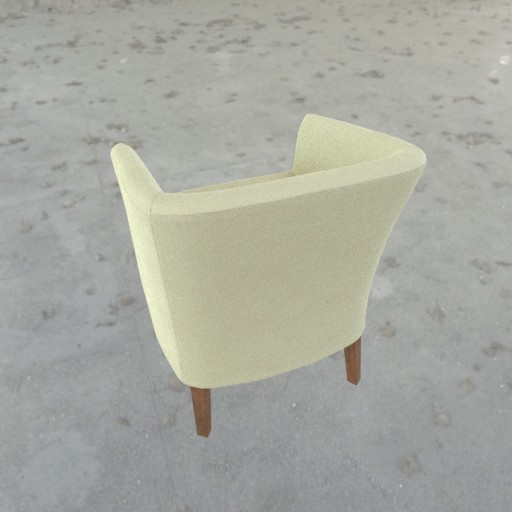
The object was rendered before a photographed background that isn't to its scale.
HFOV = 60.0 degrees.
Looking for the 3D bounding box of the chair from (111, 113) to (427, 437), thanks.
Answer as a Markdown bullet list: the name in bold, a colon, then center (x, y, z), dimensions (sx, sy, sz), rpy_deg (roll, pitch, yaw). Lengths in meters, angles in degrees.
- **chair**: center (0.000, 0.000, 1.258), dimensions (0.643, 0.822, 0.657), rpy_deg (-14, 42, -16)
